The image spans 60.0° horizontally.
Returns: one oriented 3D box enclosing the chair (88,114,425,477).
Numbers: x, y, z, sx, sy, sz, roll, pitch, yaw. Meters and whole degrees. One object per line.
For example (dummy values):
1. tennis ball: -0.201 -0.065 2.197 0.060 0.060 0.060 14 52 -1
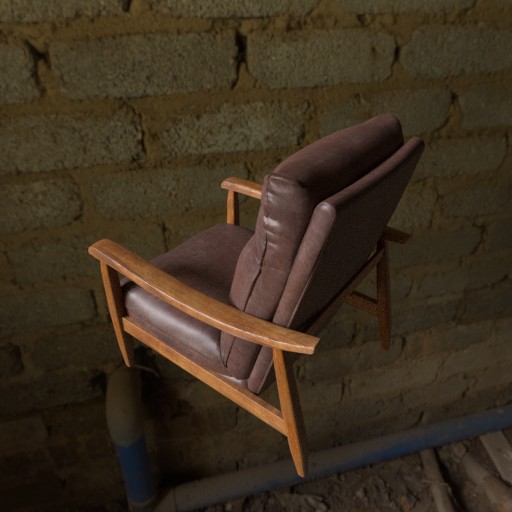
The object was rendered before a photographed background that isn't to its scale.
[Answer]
1. chair: 0.000 0.000 1.488 0.830 0.897 0.782 20 37 30
